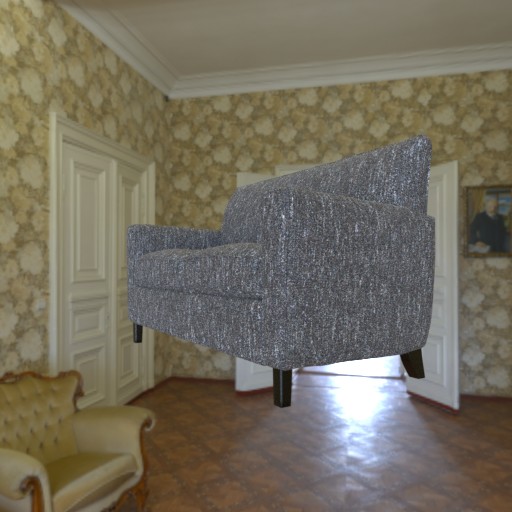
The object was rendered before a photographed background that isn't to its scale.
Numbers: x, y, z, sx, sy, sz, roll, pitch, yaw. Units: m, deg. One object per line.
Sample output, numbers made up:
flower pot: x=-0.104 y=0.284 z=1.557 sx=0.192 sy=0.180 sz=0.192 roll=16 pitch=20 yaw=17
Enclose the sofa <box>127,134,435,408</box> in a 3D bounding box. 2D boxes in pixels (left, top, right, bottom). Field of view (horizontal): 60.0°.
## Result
sofa: x=0.000 y=0.000 z=2.107 sx=0.801 sy=0.946 sz=1.519 roll=1 pitch=-2 yaw=-33
